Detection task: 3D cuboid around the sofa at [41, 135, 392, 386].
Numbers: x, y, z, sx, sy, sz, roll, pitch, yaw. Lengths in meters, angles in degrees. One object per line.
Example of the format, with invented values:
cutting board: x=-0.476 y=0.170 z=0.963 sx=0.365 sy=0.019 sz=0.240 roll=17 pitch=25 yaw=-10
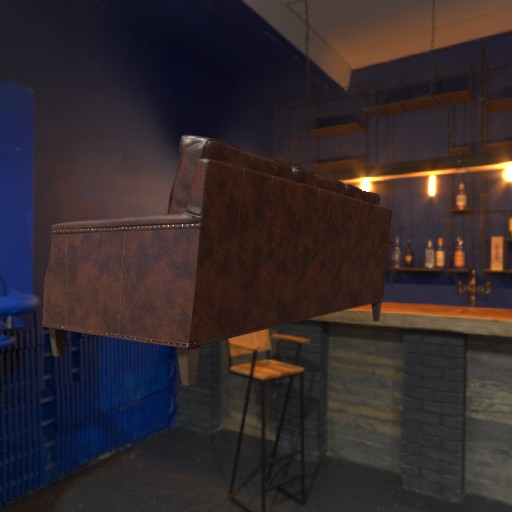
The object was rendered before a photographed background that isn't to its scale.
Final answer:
sofa: x=0.000 y=0.000 z=2.815 sx=1.084 sy=1.003 sz=2.240 roll=0 pitch=0 yaw=35
